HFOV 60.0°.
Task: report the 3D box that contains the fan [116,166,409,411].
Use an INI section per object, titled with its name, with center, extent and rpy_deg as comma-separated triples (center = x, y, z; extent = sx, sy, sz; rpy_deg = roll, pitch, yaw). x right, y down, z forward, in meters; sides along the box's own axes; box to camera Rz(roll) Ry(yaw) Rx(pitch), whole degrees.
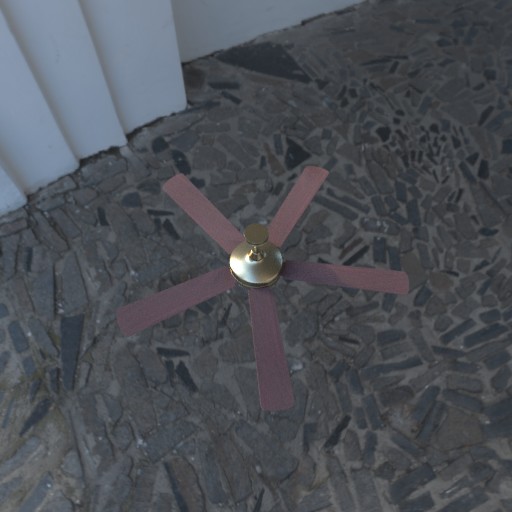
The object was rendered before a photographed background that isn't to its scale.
[fan]
center = 0.000, 0.000, 2.013
extent = 1.321, 0.356, 1.321
rpy_deg = -14, 59, -9
